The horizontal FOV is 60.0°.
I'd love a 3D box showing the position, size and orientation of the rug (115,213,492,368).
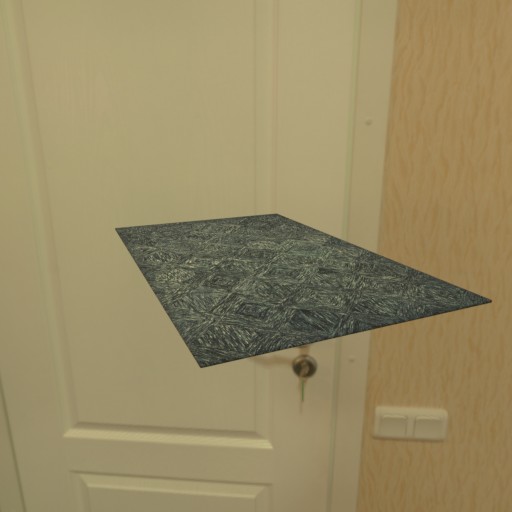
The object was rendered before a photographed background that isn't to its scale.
[{"bbox_3d":[0.000,0.000,2.883,1.478,0.017,2.330,-7,18,-23],"label":"rug"}]
